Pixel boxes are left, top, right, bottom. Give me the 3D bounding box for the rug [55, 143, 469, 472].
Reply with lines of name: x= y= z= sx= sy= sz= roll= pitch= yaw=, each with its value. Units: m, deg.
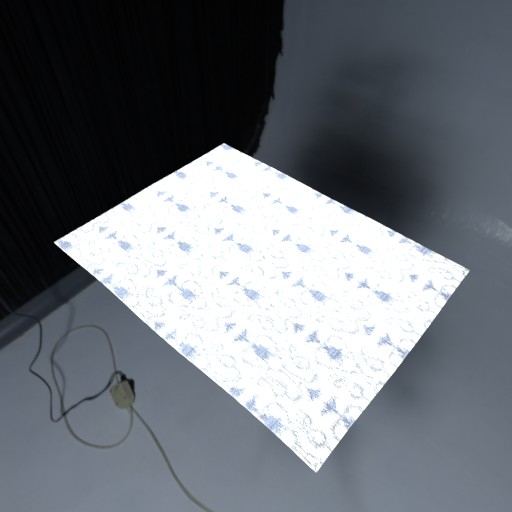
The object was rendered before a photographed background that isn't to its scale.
rug: x=0.000 y=0.000 z=2.984 sx=2.261 sy=0.013 sz=1.676 roll=33 pitch=55 yaw=27
